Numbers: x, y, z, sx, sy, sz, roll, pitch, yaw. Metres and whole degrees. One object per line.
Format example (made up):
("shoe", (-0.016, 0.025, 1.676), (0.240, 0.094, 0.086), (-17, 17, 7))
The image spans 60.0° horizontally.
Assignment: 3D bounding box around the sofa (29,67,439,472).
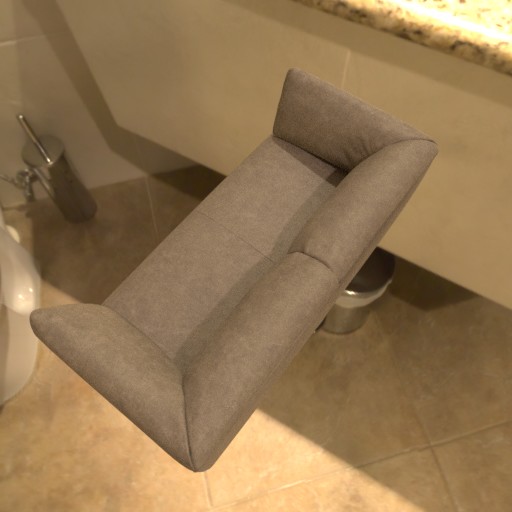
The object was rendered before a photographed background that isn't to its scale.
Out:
("sofa", (0.000, 0.000, 2.253), (0.905, 0.747, 1.878), (35, 68, 16))
